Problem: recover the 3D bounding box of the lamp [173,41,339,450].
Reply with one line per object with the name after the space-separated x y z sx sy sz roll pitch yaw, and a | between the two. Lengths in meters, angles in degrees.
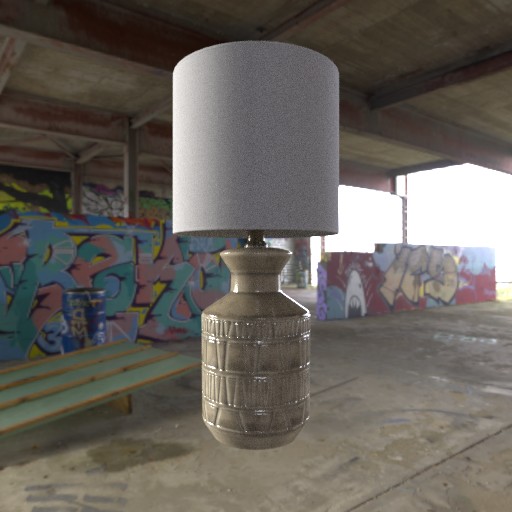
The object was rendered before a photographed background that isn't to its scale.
0.000 0.000 0.573 0.211 0.455 0.211 0 0 -17 | lamp
